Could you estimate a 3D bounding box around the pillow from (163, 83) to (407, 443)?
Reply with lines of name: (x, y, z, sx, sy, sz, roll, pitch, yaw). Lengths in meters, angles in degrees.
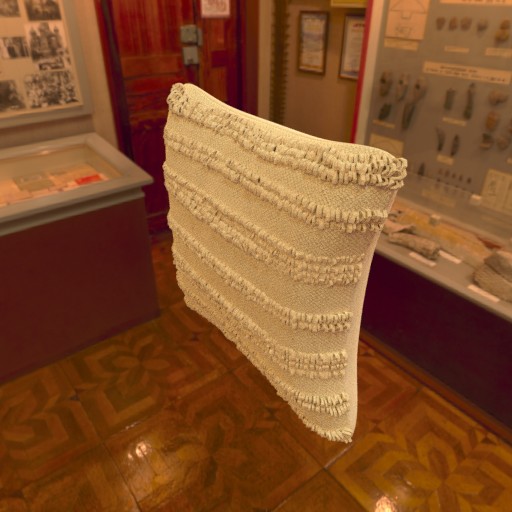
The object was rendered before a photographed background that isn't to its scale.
pillow: (0.000, 0.000, 0.651, 0.145, 0.427, 0.437, -21, 37, -30)
